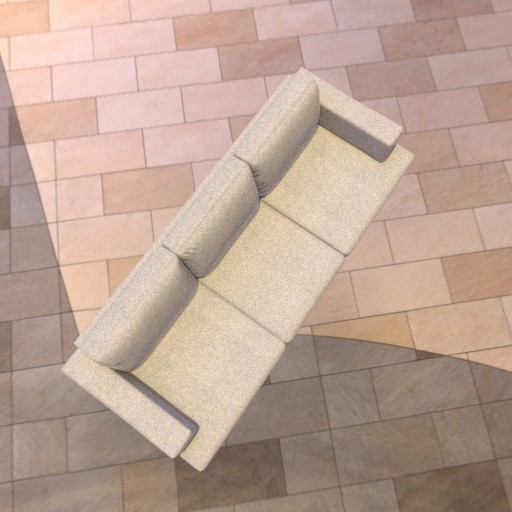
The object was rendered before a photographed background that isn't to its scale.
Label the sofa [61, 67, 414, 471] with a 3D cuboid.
[{"bbox_3d":[0.000,0.000,2.672,0.920,0.810,2.310,34,78,9],"label":"sofa"}]
